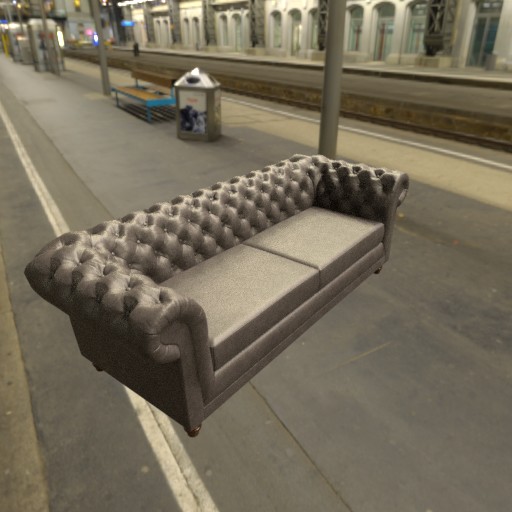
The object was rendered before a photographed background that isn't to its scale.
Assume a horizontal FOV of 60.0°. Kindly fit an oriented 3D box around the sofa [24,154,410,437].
[{"bbox_3d":[0.000,0.000,2.701,0.944,0.783,2.385,19,32,34],"label":"sofa"}]
